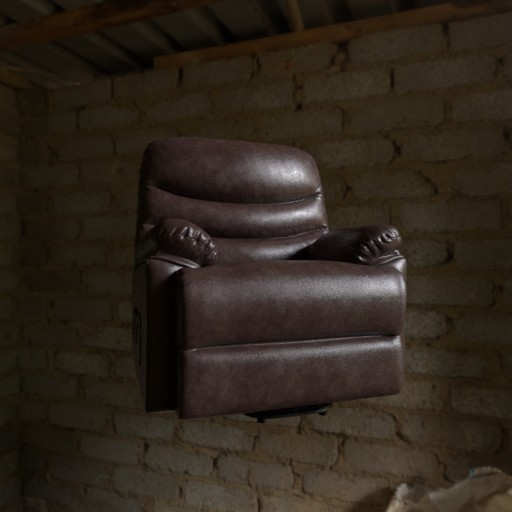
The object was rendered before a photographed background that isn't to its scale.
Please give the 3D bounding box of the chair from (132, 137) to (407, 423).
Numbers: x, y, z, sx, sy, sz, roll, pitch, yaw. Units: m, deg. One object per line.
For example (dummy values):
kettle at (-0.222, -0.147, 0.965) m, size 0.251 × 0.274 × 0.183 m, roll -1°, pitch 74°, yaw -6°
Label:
chair at (0.000, 0.000, 1.741) m, size 0.940 × 1.041 × 0.879 m, roll 0°, pitch 0°, yaw -19°
